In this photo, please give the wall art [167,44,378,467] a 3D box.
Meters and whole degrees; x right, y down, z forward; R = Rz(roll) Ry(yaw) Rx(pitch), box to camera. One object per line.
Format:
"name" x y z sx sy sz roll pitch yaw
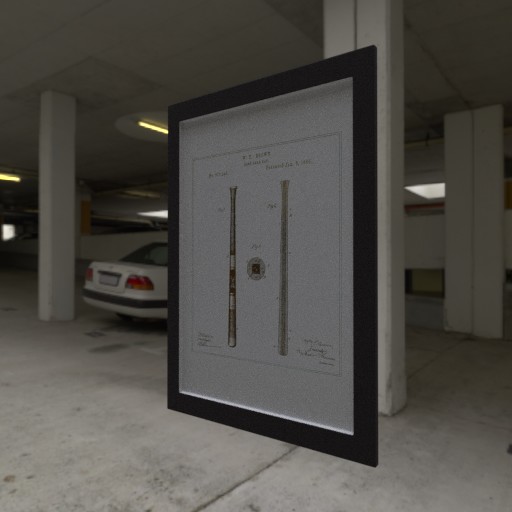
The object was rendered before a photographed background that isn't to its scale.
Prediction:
"wall art" 0.000 0.000 0.667 0.374 0.529 0.012 0 -1 36
